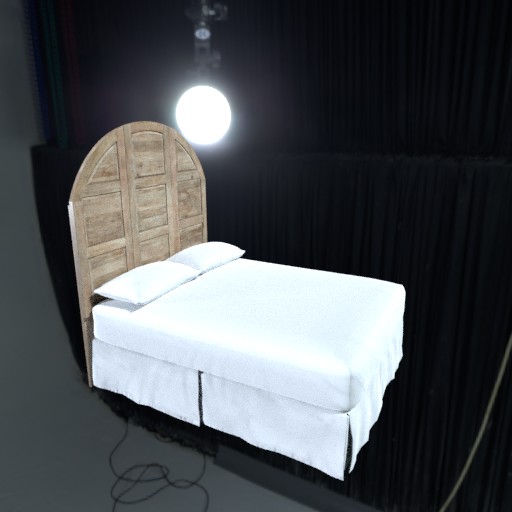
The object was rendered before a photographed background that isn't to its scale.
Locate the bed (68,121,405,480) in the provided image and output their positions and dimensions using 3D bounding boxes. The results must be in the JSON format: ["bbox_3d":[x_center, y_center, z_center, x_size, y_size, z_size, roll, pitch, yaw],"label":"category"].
[{"bbox_3d":[0.000,0.000,3.418,2.112,2.002,1.713,8,18,27],"label":"bed"}]
